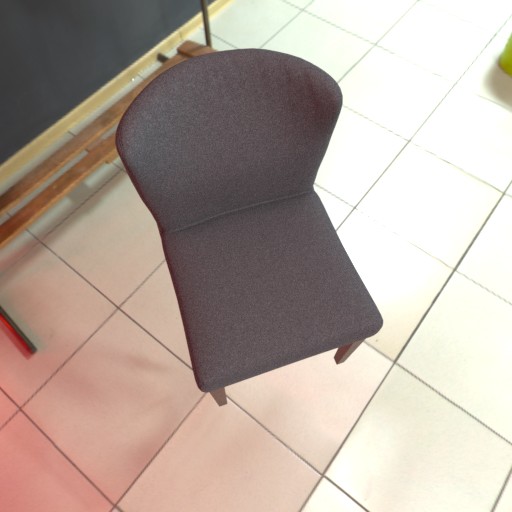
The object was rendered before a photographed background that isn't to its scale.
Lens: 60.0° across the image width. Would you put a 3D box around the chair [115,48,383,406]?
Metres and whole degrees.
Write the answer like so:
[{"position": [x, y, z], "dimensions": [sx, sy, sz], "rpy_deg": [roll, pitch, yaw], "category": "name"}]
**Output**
[{"position": [0.000, 0.000, 1.184], "dimensions": [0.491, 0.839, 0.592], "rpy_deg": [-17, 65, -8], "category": "chair"}]
